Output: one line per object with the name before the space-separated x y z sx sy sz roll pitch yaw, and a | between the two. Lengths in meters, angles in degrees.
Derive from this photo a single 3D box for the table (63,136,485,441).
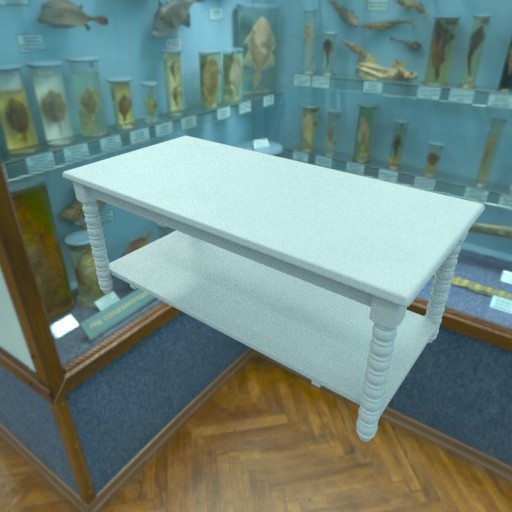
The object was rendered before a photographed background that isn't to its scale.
table | 0.000 0.000 1.461 1.171 0.487 0.580 21 36 32
